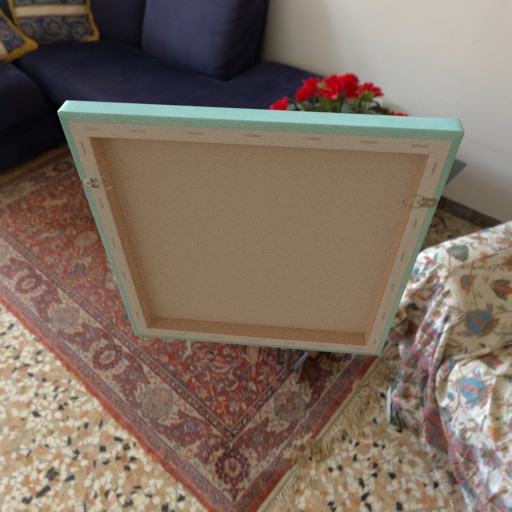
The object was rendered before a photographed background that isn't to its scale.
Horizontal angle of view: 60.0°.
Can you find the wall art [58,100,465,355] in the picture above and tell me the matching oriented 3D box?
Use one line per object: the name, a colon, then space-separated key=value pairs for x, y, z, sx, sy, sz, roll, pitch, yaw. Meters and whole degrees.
wall art: x=0.000 y=0.000 z=1.115 sx=0.765 sy=0.766 sz=0.054 roll=4 pitch=46 yaw=4
